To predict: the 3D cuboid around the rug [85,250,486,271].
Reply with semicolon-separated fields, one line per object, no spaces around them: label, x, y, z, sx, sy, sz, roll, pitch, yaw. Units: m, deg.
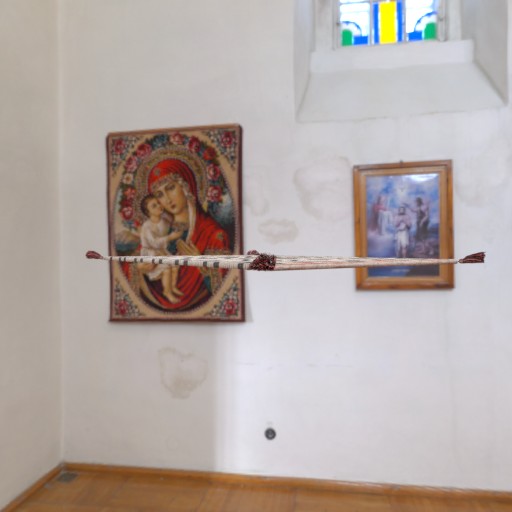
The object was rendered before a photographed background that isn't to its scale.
rug;0.000;0.000;2.628;1.444;0.067;2.069;-1;1;-36
